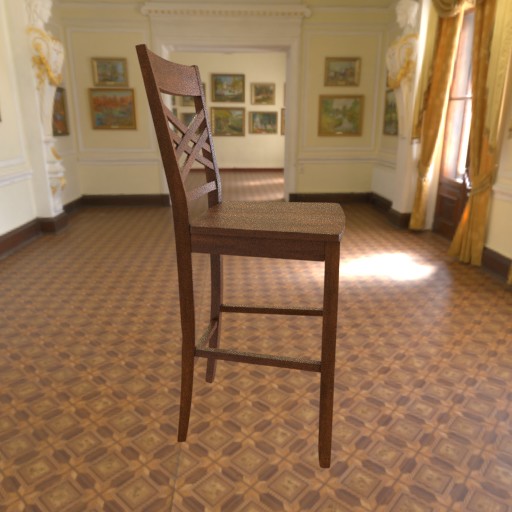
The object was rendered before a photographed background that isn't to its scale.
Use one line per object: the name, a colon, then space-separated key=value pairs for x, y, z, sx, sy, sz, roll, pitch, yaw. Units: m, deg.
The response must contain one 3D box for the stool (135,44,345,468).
stool: x=0.000 y=0.000 z=1.314 sx=0.504 sy=1.098 sz=0.426 roll=3 pitch=17 yaw=9
